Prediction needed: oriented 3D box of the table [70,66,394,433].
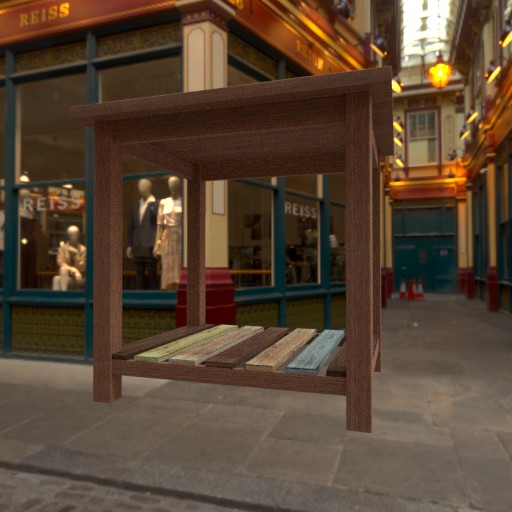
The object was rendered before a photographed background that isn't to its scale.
[{"bbox_3d":[0.000,0.000,1.112,0.660,0.635,0.559,0,-1,18],"label":"table"}]
